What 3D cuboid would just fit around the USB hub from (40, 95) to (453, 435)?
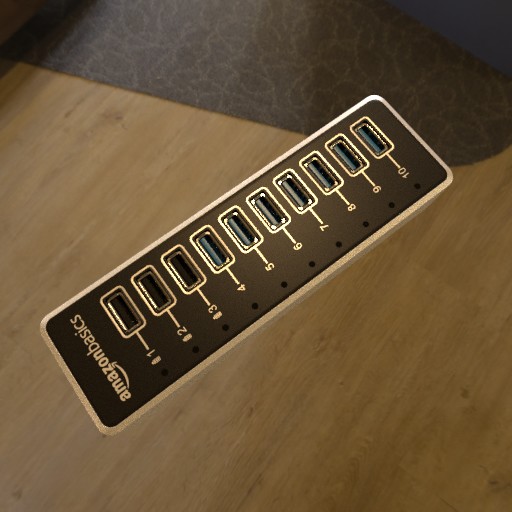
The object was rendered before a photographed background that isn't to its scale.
[{"bbox_3d":[0.000,0.000,0.159,0.145,0.023,0.044,-36,78,-9],"label":"USB hub"}]
